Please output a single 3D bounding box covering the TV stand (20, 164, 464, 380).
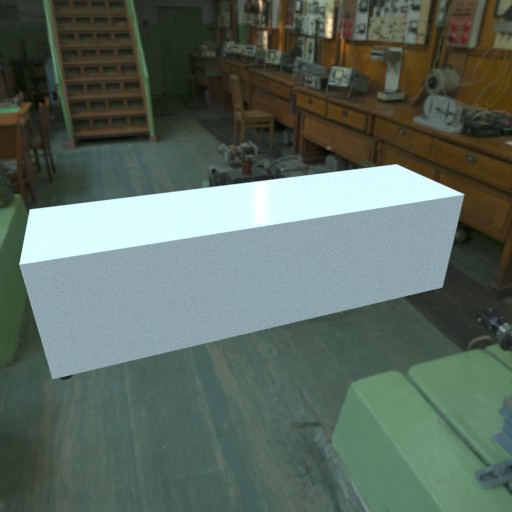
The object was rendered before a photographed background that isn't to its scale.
[{"bbox_3d":[0.000,0.000,1.686,1.500,0.440,0.410,-10,30,-18],"label":"TV stand"}]
